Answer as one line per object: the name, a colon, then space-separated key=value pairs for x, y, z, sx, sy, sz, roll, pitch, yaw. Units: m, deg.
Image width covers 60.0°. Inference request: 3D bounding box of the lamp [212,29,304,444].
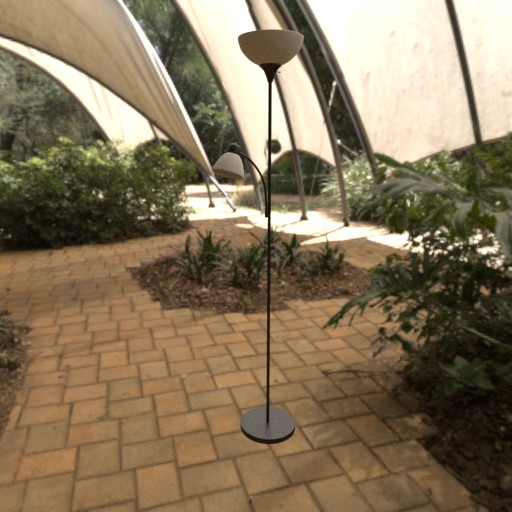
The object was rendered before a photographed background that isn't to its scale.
lamp: x=0.000 y=0.000 z=1.964 sx=0.279 sy=1.804 sz=0.442 roll=13 pitch=19 yaw=43
